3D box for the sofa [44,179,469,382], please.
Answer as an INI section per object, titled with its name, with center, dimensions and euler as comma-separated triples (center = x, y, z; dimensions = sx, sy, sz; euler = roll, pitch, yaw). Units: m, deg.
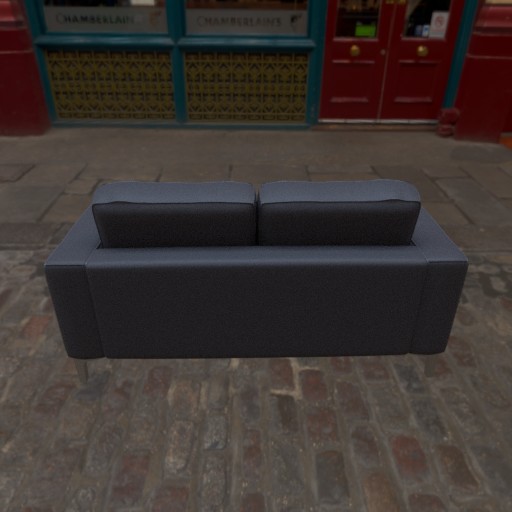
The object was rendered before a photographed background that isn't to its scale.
[sofa]
center = 0.000, 0.000, 2.183
dimensions = 1.726, 0.893, 0.833
euler = -1, 29, -1
